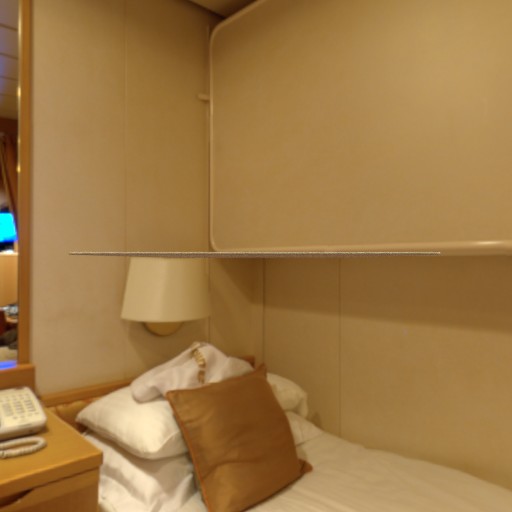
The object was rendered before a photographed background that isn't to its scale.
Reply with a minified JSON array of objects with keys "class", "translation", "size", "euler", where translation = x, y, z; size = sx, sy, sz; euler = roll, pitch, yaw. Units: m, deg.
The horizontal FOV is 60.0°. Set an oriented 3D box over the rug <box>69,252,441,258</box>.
[{"class":"rug","translation":[0.000,0.000,3.807],"size":[2.005,0.014,2.878],"euler":[0,-1,0]}]
